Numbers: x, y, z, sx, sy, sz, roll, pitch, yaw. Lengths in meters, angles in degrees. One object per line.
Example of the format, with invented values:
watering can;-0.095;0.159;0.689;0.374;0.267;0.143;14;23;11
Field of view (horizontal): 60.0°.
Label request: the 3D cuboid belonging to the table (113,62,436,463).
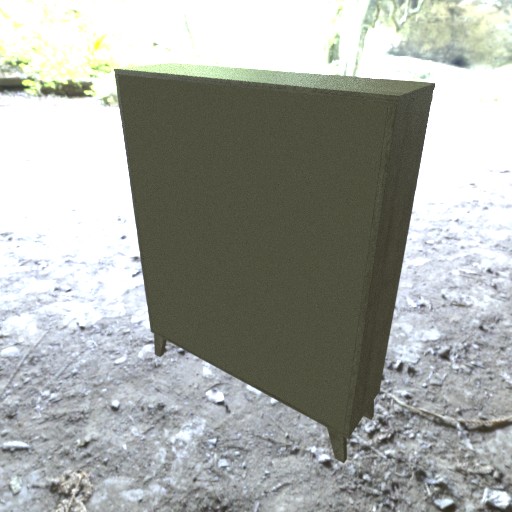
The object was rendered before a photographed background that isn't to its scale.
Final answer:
table;0.000;0.000;1.490;0.902;1.135;0.256;19;34;31
